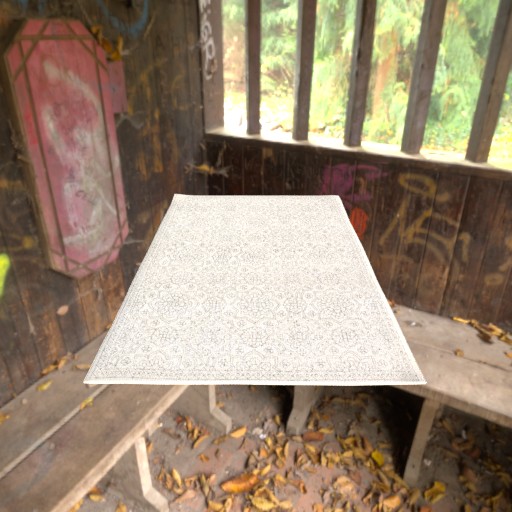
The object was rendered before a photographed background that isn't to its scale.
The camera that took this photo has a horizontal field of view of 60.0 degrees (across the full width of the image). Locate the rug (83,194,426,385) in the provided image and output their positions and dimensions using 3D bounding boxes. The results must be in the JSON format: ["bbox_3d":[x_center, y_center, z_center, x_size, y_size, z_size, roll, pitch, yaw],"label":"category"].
[{"bbox_3d":[0.000,0.000,2.418,1.214,0.023,1.947,0,27,0],"label":"rug"}]
